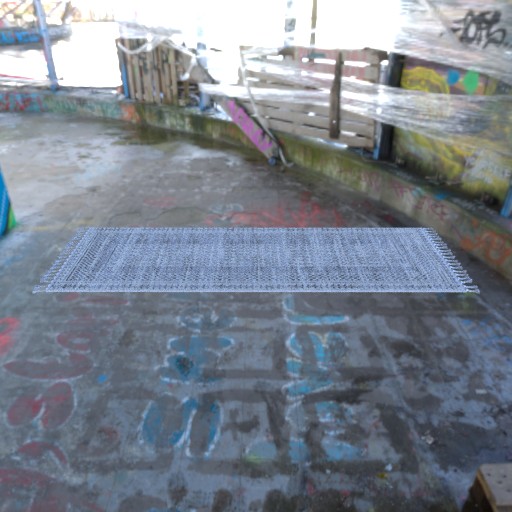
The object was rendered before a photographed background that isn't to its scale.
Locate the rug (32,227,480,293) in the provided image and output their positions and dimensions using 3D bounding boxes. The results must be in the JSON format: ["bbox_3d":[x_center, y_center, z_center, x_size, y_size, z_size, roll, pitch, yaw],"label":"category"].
[{"bbox_3d":[0.000,0.000,2.754,2.480,0.013,0.786,0,31,0],"label":"rug"}]
